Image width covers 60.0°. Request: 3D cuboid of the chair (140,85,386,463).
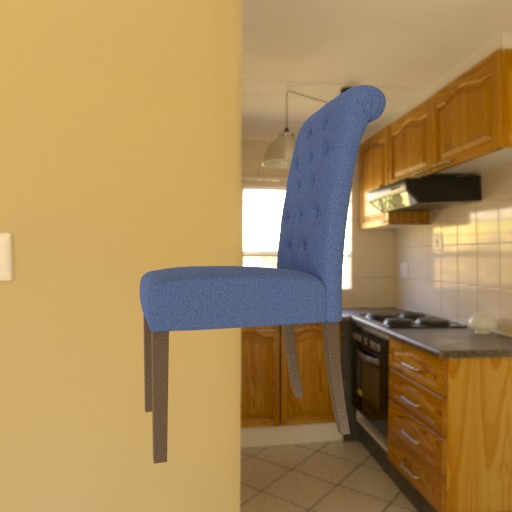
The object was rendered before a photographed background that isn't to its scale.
[{"bbox_3d":[0.000,0.000,1.359,0.671,1.006,0.456,0,0,-17],"label":"chair"}]
